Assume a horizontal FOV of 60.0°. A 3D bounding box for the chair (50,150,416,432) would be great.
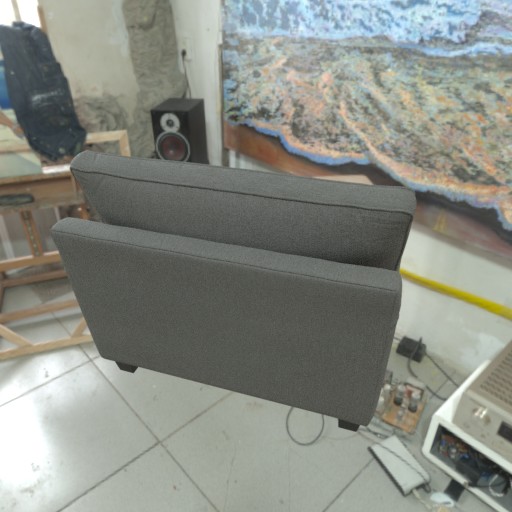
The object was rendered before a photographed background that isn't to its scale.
[{"bbox_3d":[0.000,0.000,1.956,1.220,1.016,1.041,10,33,15],"label":"chair"}]
